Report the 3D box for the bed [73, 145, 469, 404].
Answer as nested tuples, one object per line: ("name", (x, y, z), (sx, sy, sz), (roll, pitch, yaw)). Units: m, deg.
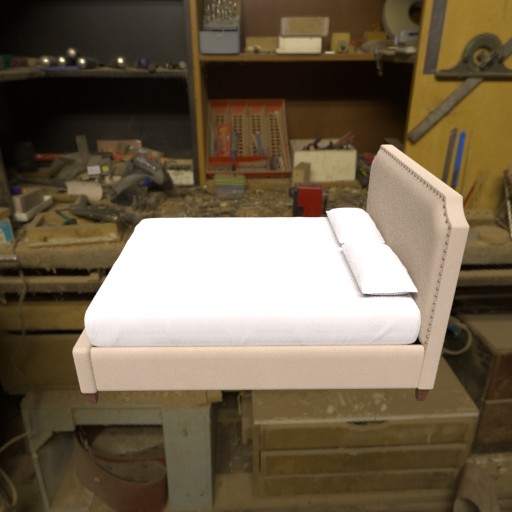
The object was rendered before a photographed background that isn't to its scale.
("bed", (0.000, 0.000, 3.427), (2.329, 1.415, 1.703), (0, 26, -1))
